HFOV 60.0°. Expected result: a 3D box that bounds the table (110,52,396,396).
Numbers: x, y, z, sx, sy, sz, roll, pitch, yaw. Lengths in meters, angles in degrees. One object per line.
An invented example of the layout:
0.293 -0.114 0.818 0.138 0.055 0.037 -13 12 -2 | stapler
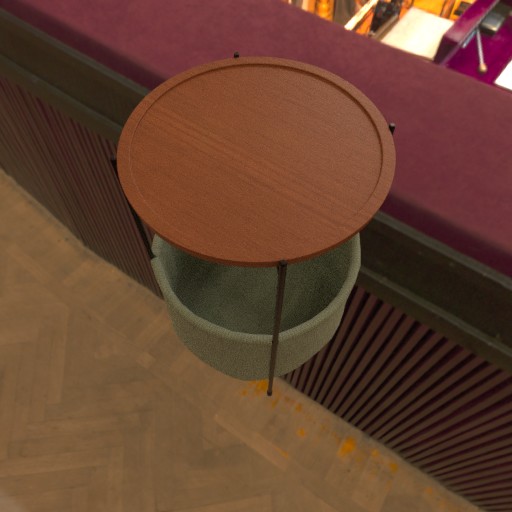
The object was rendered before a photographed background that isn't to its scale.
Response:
0.000 0.000 0.884 0.400 0.623 0.400 32 64 17 | table
